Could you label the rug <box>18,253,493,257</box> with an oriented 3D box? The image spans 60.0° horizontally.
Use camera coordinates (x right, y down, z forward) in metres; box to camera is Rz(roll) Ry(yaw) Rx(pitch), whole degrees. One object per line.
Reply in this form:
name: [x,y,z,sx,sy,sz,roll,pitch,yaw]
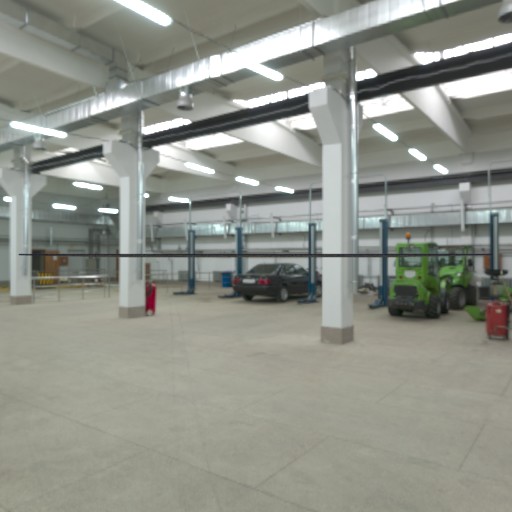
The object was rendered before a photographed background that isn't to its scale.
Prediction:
rug: [0.000,0.000,2.878,2.232,0.009,1.630,0,-1,1]
